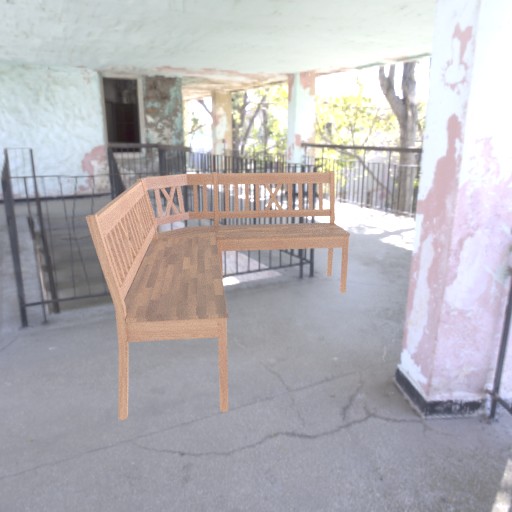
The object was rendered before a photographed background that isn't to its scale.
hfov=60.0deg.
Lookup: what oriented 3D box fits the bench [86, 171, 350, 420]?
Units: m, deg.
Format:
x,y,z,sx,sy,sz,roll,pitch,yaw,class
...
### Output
x,y,z,sx,sy,sz,roll,pitch,yaw,class
0.000,0.000,2.818,1.537,0.902,1.937,-2,16,-7,bench
